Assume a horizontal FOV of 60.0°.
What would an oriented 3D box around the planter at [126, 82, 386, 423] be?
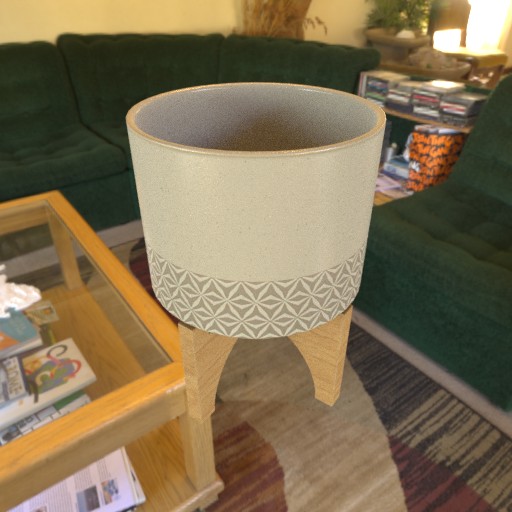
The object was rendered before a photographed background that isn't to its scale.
[{"bbox_3d":[0.000,0.000,0.528,0.249,0.343,0.249,0,33,0],"label":"planter"}]
